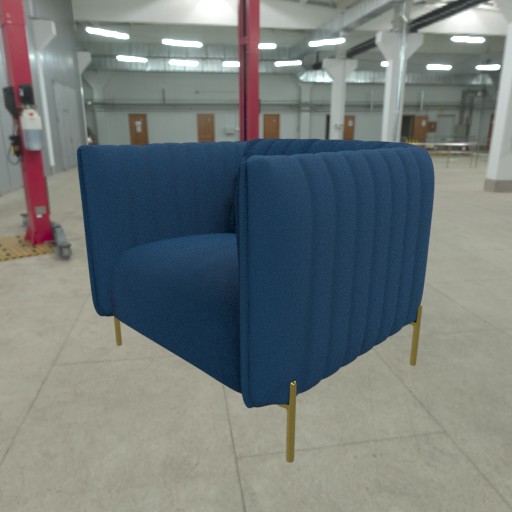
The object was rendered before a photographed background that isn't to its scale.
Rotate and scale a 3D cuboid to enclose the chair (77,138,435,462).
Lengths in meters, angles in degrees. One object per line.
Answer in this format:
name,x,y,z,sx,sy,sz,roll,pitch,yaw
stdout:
chair,0.000,0.000,1.576,0.877,0.793,0.947,-16,23,-43
